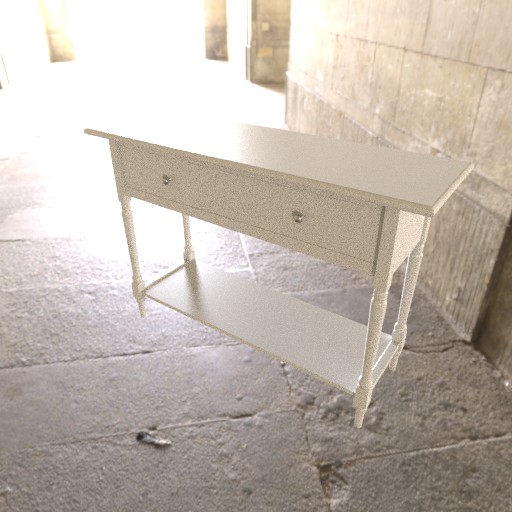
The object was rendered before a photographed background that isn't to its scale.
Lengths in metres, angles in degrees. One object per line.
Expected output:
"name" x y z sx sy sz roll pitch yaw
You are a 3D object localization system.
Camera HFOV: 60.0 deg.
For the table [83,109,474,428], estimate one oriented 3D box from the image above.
"table" 0.000 0.000 1.578 1.197 0.808 0.384 19 35 30
